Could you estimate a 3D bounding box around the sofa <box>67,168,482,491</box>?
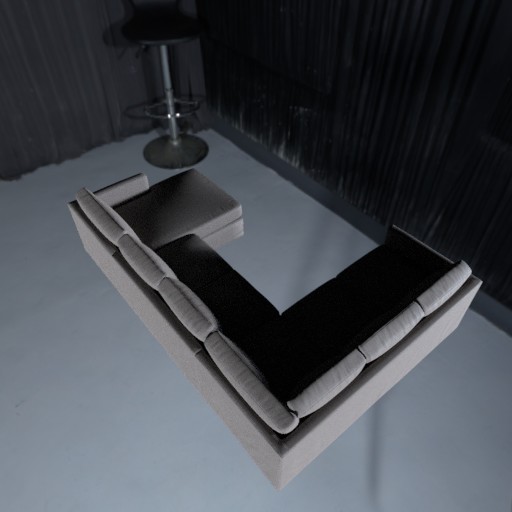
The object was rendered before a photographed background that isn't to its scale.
[{"bbox_3d":[0.000,0.000,4.525,2.427,0.882,3.460,-31,53,-27],"label":"sofa"}]
